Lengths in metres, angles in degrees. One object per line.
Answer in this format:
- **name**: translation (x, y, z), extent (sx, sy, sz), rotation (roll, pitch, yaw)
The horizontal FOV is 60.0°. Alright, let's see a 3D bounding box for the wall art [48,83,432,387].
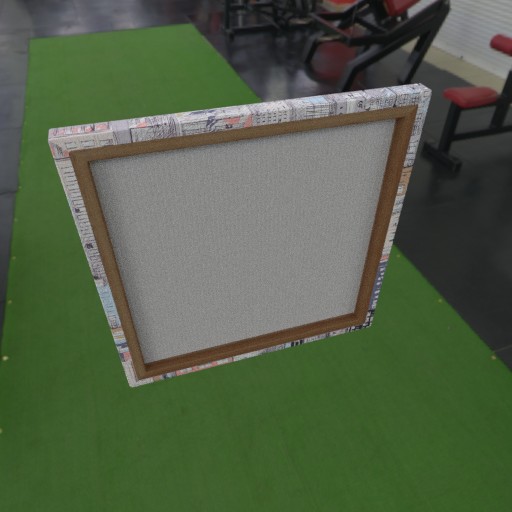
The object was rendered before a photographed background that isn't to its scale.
- **wall art**: translation (0.000, 0.000, 1.108), extent (0.761, 0.762, 0.048), rotation (-11, 42, -13)
